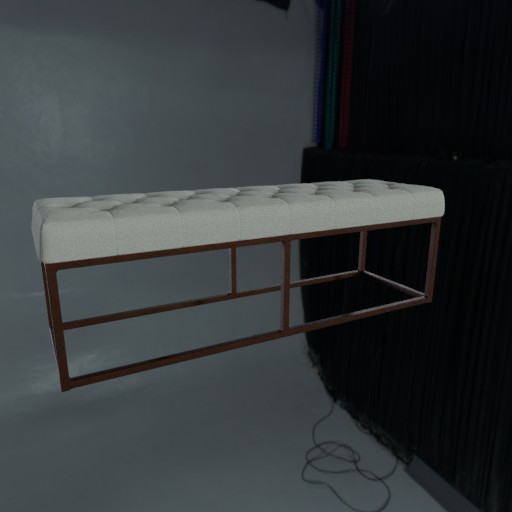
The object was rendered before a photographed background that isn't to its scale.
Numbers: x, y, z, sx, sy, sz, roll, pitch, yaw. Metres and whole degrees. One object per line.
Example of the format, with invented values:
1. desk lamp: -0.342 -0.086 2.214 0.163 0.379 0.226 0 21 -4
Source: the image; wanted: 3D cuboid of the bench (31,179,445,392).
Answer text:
1. bench: 0.000 0.000 1.686 1.488 0.488 0.479 -8 17 -27
